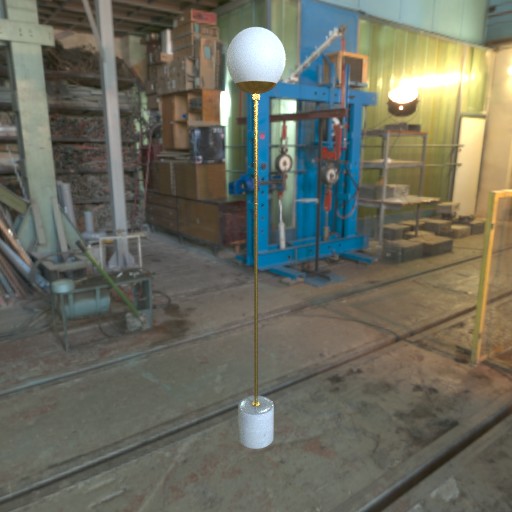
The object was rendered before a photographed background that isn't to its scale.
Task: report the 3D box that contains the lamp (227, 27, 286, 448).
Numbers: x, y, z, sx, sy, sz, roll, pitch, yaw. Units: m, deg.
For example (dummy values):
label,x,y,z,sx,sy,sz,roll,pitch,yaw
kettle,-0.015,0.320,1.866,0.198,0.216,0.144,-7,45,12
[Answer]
label,x,y,z,sx,sy,sz,roll,pitch,yaw
lamp,0.000,0.000,1.864,0.224,1.753,0.224,2,14,8
